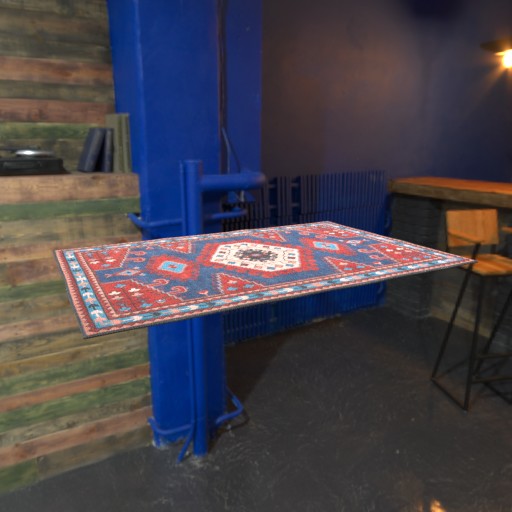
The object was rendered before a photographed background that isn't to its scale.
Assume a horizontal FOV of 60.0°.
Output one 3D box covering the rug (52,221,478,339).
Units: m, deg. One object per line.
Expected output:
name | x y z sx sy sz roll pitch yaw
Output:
rug | 0.000 0.000 2.258 1.820 0.012 1.207 -8 17 -27
